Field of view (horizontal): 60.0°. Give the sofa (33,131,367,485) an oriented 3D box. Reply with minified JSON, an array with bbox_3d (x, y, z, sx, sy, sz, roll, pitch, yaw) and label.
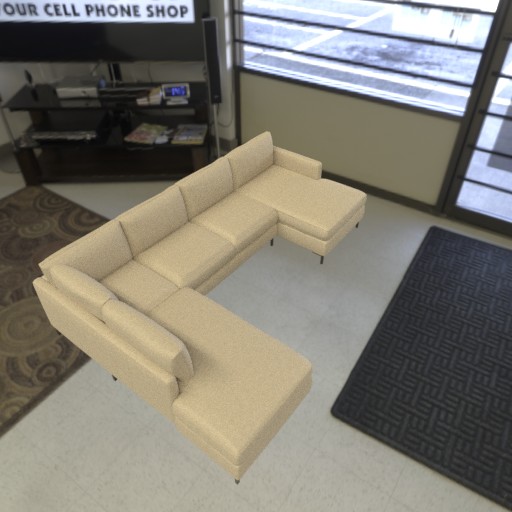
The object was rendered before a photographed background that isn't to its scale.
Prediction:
[{"bbox_3d":[0.000,0.000,3.554,1.879,0.756,2.737,27,47,28],"label":"sofa"}]
